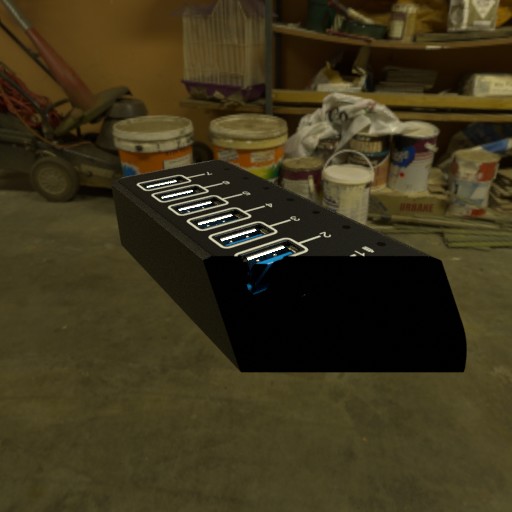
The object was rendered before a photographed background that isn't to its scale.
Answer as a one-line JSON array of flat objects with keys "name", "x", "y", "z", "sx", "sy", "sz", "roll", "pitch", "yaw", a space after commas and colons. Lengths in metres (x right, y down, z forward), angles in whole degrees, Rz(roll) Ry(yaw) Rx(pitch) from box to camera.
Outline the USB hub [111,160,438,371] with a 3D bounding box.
[{"name": "USB hub", "x": 0.000, "y": 0.000, "z": 0.124, "sx": 0.044, "sy": 0.023, "sz": 0.110, "roll": -18, "pitch": 34, "yaw": -30}]
